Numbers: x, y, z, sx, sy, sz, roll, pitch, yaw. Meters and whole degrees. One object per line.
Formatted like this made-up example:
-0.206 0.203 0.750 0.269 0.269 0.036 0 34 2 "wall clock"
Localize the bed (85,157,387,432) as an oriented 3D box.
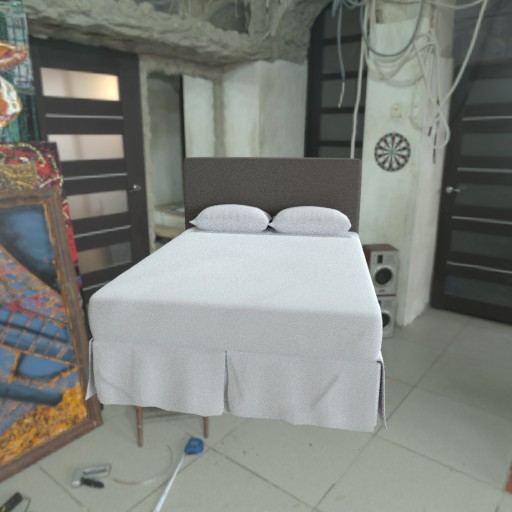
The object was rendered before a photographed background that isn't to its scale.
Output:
0.000 0.000 3.271 1.723 1.330 2.142 2 15 9 "bed"
